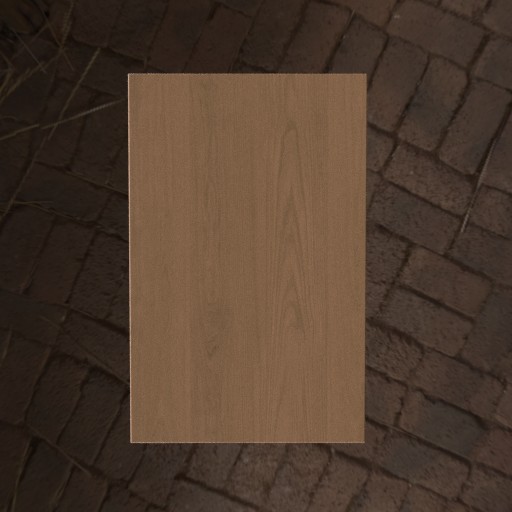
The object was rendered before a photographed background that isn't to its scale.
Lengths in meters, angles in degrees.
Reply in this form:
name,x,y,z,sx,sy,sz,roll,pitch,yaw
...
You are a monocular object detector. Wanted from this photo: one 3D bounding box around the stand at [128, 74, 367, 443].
name,x,y,z,sx,sy,sz,roll,pitch,yaw
stand,0.000,0.000,0.999,0.400,0.600,0.630,0,91,0
